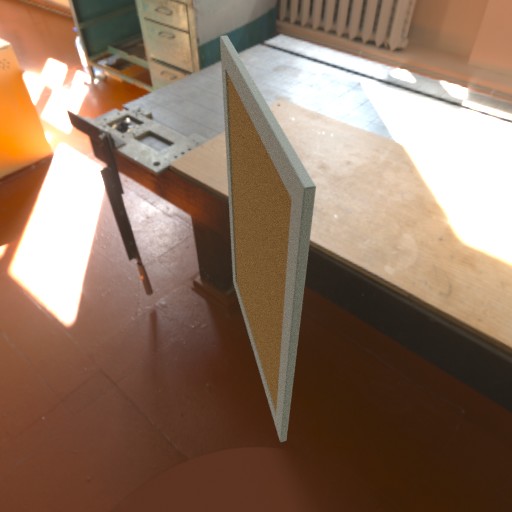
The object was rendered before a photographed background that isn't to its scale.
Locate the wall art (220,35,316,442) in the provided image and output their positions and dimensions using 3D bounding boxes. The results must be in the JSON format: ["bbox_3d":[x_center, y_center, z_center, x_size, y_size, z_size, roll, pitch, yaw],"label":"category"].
[{"bbox_3d":[0.000,0.000,0.693,0.012,0.529,0.374,-10,46,-10],"label":"wall art"}]
